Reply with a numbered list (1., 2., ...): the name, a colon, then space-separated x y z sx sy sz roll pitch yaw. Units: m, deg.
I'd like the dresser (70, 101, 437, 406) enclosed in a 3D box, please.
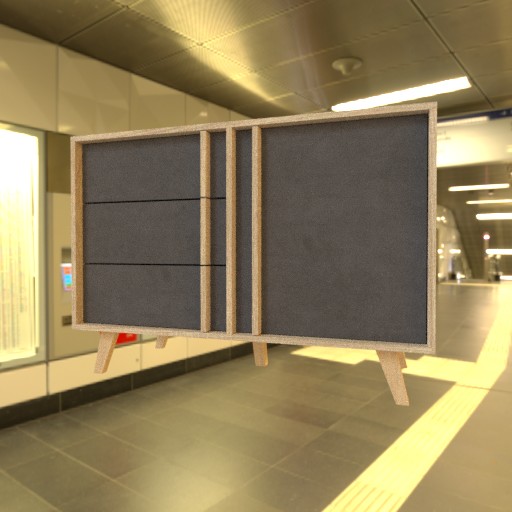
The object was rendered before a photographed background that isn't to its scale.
1. dresser: 0.000 0.000 1.516 1.110 0.780 0.500 0 1 18
